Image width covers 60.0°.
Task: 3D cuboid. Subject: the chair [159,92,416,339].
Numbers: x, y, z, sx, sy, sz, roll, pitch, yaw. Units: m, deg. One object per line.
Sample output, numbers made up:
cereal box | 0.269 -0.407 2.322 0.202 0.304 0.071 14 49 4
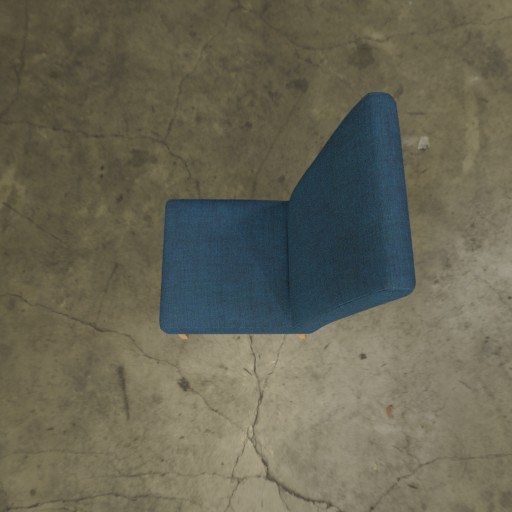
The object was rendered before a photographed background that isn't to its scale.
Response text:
chair | 0.000 0.000 1.370 0.610 1.029 0.450 0 74 0
